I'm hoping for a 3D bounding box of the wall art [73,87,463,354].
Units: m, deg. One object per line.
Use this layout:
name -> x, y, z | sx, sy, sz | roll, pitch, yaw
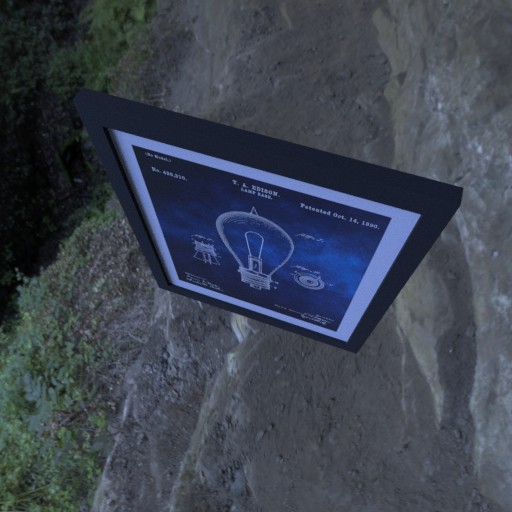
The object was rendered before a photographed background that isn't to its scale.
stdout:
wall art -> 0.000, 0.000, 0.689 | 0.428, 0.505, 0.023 | 17, 63, 9
